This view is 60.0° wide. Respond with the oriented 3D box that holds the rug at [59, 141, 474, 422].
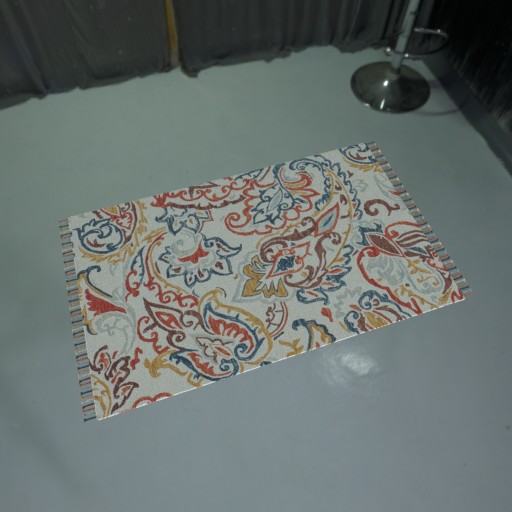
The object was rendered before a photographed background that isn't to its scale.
[{"bbox_3d":[0.000,0.000,3.129,2.584,0.010,1.523,-16,60,-10],"label":"rug"}]
